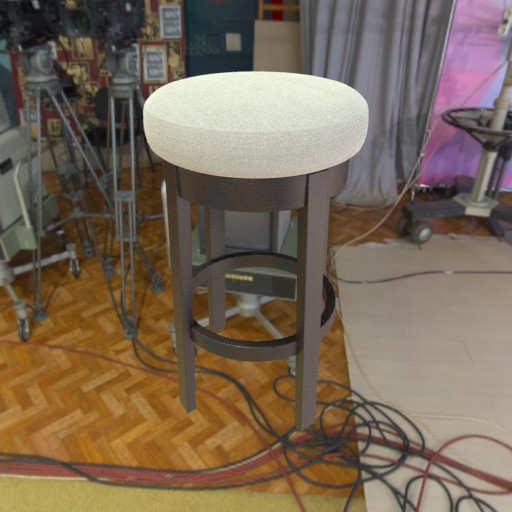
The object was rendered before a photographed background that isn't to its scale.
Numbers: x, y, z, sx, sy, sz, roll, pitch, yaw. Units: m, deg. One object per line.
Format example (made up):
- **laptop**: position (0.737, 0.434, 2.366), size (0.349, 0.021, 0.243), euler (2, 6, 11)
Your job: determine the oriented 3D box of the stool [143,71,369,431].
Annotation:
- **stool**: position (0.000, 0.000, 1.033), size (0.446, 0.758, 0.446), euler (0, 32, 0)
